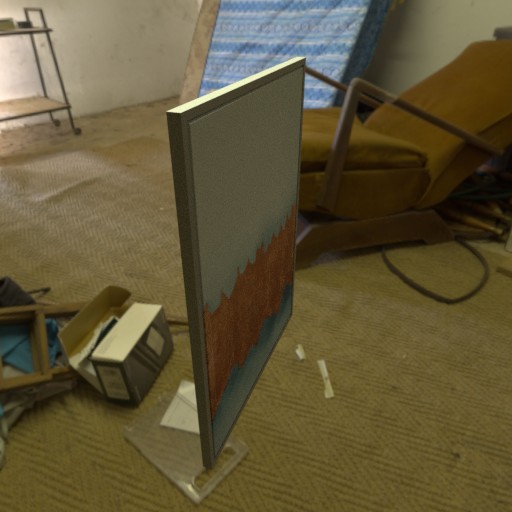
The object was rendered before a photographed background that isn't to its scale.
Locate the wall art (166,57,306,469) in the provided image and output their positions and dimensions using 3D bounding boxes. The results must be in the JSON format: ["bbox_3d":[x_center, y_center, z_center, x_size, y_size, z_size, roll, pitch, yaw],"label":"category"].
[{"bbox_3d":[0.000,0.000,1.372,0.034,1.042,0.789,12,33,18],"label":"wall art"}]
